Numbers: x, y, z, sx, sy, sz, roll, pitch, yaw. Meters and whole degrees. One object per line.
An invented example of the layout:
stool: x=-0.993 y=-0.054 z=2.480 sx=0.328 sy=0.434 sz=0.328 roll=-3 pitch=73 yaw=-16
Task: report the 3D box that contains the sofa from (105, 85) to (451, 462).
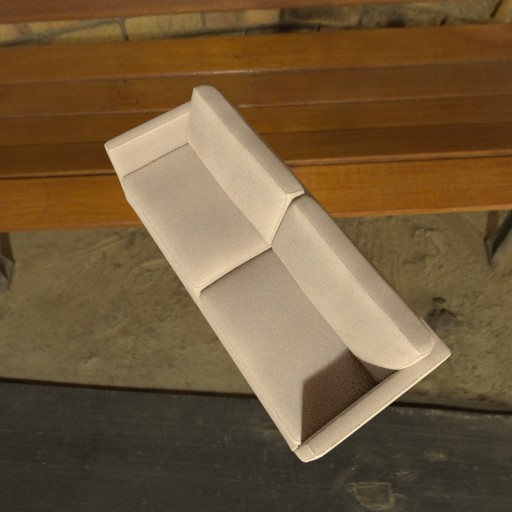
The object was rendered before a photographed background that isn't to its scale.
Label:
sofa: x=0.000 y=0.000 z=2.900 sx=0.951 sy=0.968 sz=2.361 roll=-31 pitch=68 yaw=-14
